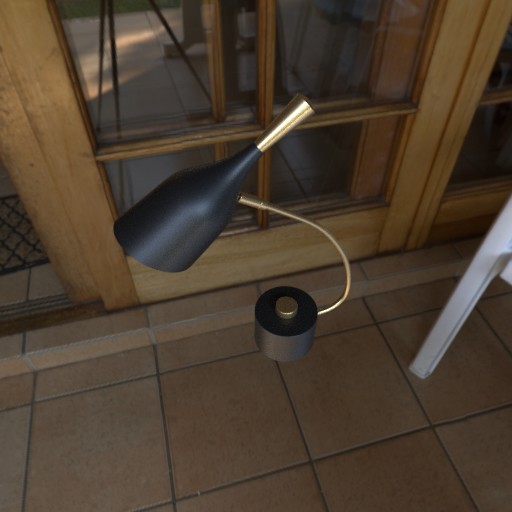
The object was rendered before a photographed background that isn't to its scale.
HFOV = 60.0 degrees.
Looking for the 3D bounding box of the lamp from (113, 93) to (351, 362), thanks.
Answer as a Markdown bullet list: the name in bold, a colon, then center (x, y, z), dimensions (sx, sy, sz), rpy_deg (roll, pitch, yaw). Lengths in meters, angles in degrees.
- **lamp**: center (0.000, 0.000, 0.632), dimensions (0.352, 0.464, 0.110), rpy_deg (-15, 48, -14)
